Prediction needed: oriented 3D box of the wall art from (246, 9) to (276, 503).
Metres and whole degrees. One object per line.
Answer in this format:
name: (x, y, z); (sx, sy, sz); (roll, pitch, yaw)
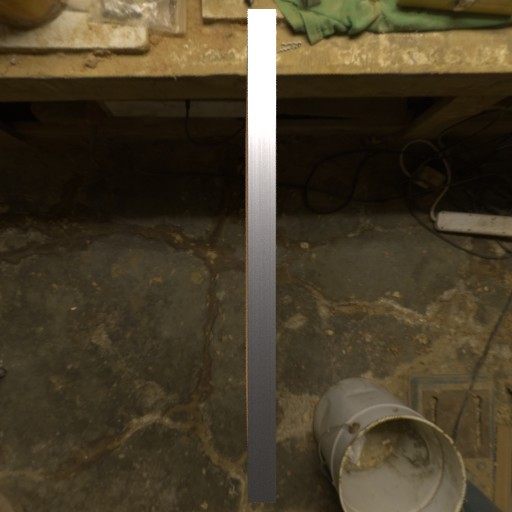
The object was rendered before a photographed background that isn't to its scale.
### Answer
wall art: (0.000, 0.000, 0.728); (0.032, 0.456, 0.557); (0, 90, -2)
